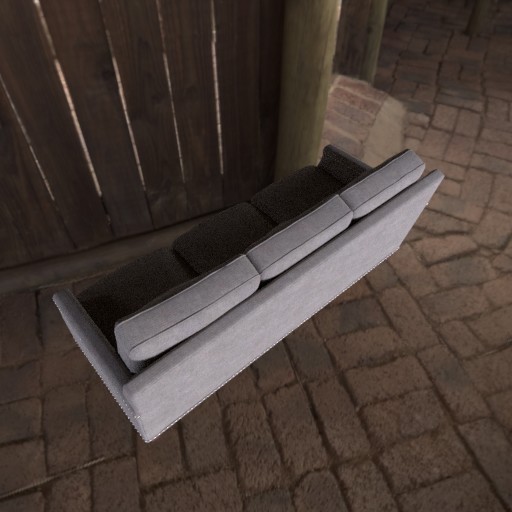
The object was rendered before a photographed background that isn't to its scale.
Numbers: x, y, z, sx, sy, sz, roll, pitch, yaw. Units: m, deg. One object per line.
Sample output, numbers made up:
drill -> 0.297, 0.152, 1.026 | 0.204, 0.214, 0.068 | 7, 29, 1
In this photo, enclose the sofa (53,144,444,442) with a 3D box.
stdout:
sofa -> 0.000, 0.000, 2.774 | 2.226, 1.042, 1.034 | -33, 55, -27
